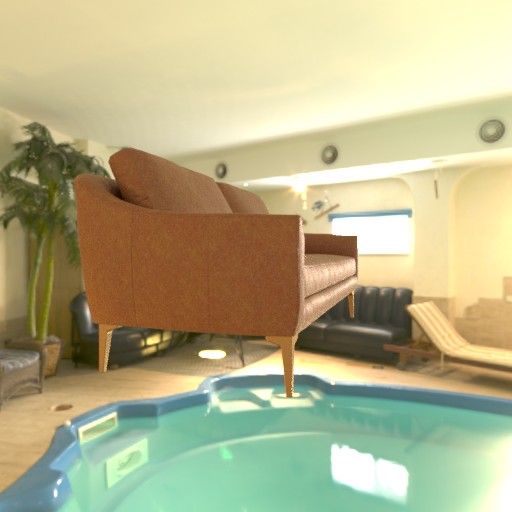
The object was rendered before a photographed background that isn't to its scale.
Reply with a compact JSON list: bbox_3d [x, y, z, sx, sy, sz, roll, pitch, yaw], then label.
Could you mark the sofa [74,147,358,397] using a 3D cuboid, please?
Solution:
[{"bbox_3d":[0.000,0.000,2.570,0.981,0.945,2.036,0,1,19],"label":"sofa"}]
